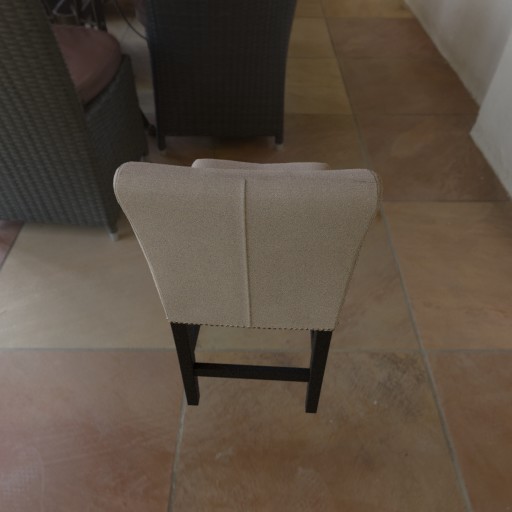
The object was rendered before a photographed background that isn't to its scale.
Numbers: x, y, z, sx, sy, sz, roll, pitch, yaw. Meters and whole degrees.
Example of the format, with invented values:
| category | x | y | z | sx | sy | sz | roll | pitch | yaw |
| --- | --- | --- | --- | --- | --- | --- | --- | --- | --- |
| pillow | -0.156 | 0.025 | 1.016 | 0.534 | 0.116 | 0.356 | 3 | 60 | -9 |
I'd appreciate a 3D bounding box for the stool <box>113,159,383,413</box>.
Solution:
| category | x | y | z | sx | sy | sz | roll | pitch | yaw |
| --- | --- | --- | --- | --- | --- | --- | --- | --- | --- |
| stool | 0.000 | 0.000 | 1.170 | 0.427 | 0.885 | 0.571 | 2 | 46 | 2 |
